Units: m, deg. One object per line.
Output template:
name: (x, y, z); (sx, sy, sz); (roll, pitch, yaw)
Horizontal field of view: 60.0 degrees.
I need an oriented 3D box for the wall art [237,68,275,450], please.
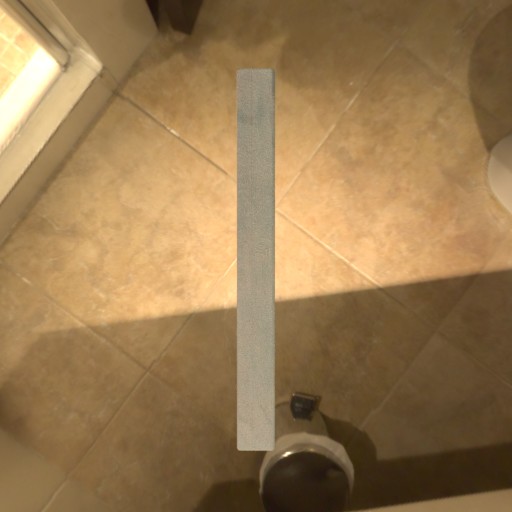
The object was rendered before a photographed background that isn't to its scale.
wall art: (0.000, 0.000, 1.158); (0.061, 0.911, 0.609); (0, 91, 0)
